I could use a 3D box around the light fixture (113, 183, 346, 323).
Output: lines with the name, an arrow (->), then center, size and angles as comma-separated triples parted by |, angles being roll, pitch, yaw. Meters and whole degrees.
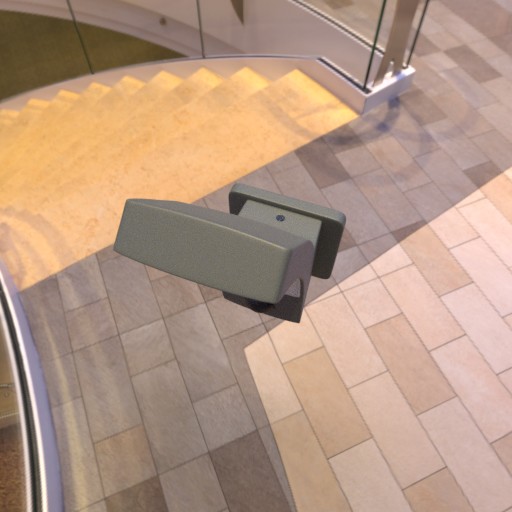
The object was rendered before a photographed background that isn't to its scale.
light fixture -> 0.000, 0.000, 0.331 | 0.108, 0.243, 0.174 | 17, 58, 11
